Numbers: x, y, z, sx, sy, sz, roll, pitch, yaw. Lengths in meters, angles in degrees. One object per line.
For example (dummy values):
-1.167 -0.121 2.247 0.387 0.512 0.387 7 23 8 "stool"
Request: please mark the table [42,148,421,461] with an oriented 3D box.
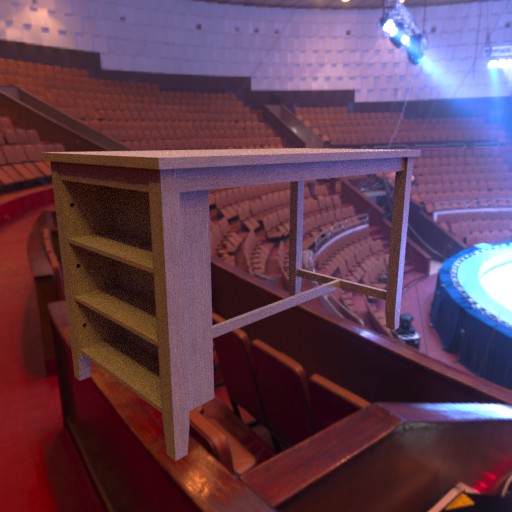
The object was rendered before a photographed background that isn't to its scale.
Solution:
0.000 0.000 1.896 0.729 0.874 1.397 14 20 43 "table"
